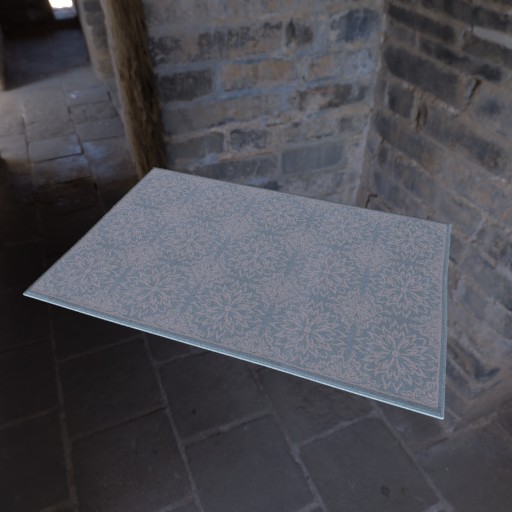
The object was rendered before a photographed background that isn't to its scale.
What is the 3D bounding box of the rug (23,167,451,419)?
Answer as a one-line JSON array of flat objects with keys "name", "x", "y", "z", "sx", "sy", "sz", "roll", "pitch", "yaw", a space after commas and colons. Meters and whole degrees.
[{"name": "rug", "x": 0.000, "y": 0.000, "z": 3.332, "sx": 2.746, "sy": 0.018, "sz": 1.819, "roll": 13, "pitch": 43, "yaw": 15}]
